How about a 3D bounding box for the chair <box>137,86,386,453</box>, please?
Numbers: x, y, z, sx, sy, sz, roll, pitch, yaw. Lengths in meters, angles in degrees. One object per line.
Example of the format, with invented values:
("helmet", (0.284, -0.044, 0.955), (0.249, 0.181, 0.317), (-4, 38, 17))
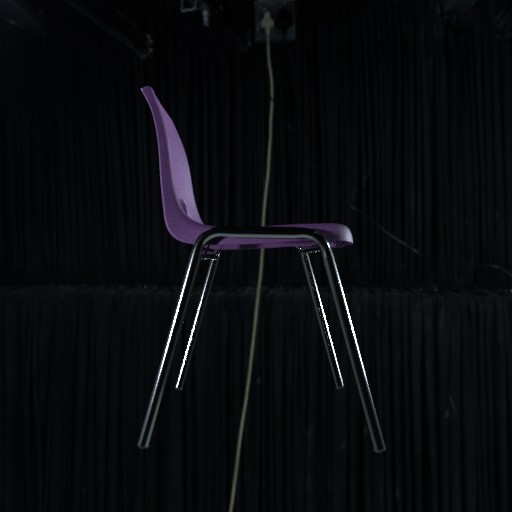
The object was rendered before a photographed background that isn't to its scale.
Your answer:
("chair", (0.000, 0.000, 0.920), (0.432, 0.654, 0.381), (0, -1, 0))
